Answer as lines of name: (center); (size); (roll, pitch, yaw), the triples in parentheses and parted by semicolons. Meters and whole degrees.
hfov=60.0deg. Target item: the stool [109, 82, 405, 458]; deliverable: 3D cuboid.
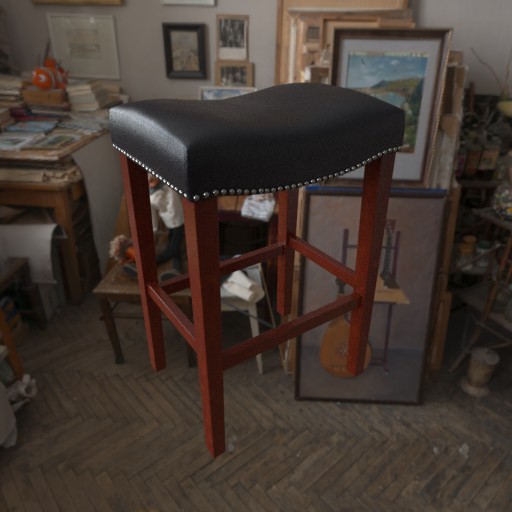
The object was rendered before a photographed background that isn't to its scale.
stool: (0.000, 0.000, 1.072); (0.504, 0.742, 0.372); (-19, 35, -29)
